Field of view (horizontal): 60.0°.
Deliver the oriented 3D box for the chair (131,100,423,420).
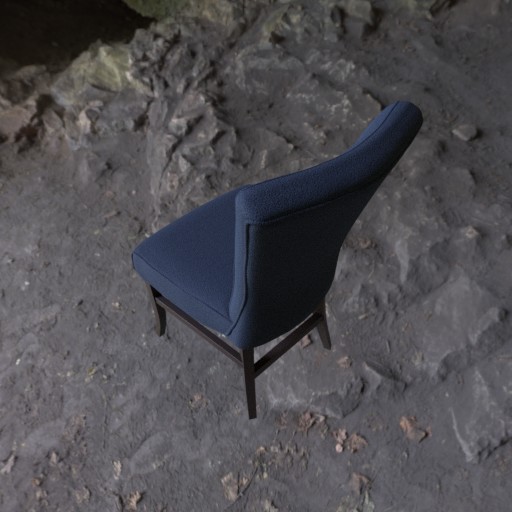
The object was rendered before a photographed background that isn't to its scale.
[{"bbox_3d":[0.000,0.000,1.326,0.520,0.991,0.660,-34,55,-28],"label":"chair"}]
